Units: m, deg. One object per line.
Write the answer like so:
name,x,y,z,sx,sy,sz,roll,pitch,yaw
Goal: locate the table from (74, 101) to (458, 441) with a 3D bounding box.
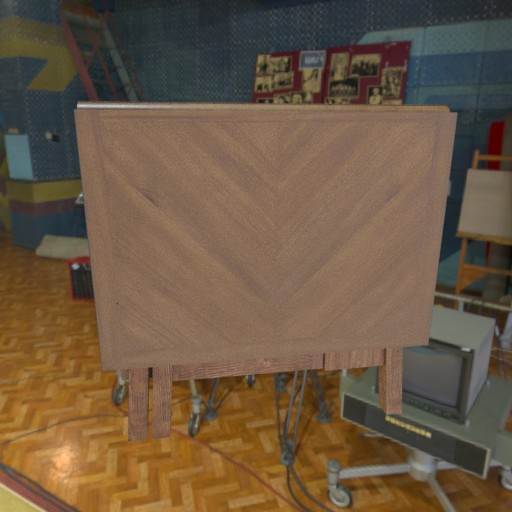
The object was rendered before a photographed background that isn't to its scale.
table,0.000,0.000,1.557,0.967,0.981,0.701,-3,16,-9
